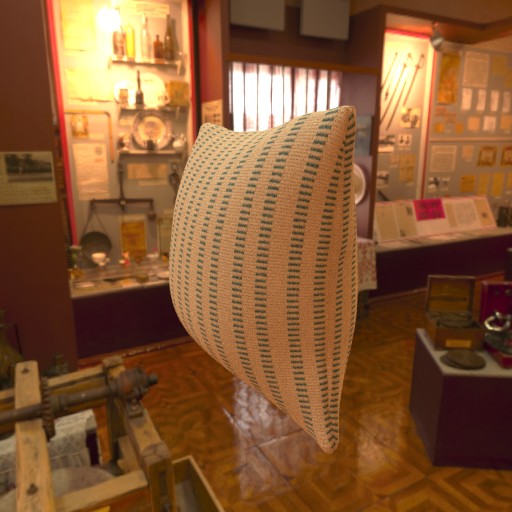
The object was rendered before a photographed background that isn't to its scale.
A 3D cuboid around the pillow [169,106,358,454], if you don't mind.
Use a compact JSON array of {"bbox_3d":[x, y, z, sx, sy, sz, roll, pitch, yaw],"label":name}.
[{"bbox_3d":[0.000,0.000,0.694,0.247,0.419,0.438,-7,15,-26],"label":"pillow"}]
